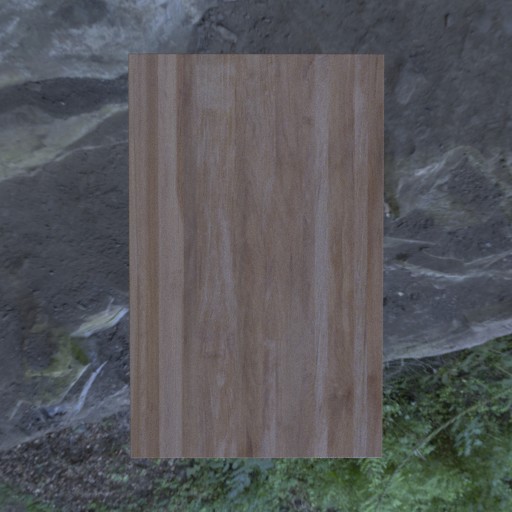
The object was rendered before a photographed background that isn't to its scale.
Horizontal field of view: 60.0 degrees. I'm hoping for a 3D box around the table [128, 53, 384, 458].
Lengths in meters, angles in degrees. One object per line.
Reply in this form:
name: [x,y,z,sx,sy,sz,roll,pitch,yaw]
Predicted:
table: [0.000,0.000,1.426,0.692,0.441,1.100,0,91,0]
